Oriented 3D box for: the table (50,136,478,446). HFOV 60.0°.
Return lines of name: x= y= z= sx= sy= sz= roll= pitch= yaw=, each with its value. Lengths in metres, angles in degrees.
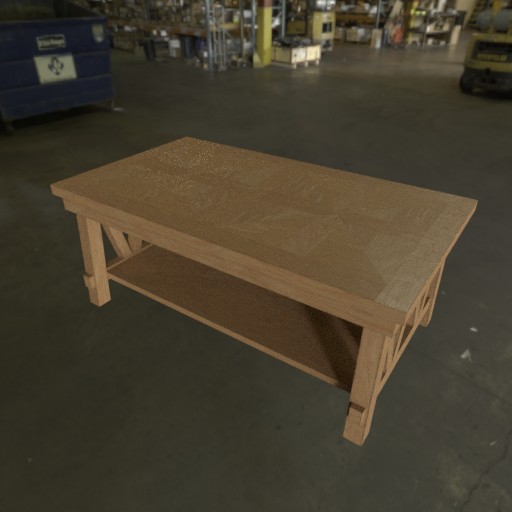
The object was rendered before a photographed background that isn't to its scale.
table: x=0.000 y=0.000 z=1.635 sx=1.270 sy=0.507 sz=0.711 roll=20 pitch=36 yaw=29
